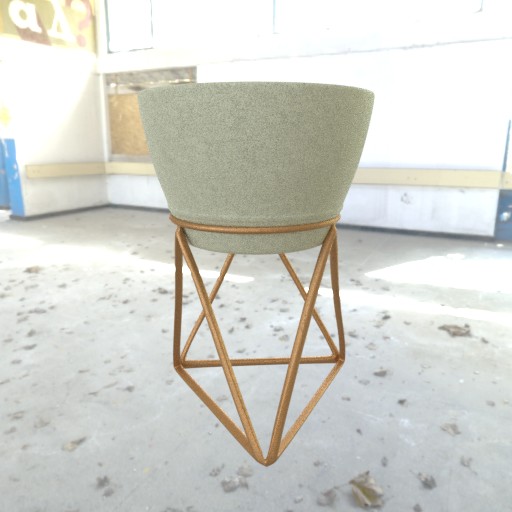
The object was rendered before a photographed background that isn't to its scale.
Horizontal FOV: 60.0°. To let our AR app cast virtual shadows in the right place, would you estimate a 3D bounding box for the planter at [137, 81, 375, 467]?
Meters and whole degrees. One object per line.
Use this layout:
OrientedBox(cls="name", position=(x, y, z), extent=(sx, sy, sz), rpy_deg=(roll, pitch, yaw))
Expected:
OrientedBox(cls="planter", position=(0.000, 0.000, 0.738), extent=(0.350, 0.504, 0.350), rpy_deg=(7, 17, 26))
